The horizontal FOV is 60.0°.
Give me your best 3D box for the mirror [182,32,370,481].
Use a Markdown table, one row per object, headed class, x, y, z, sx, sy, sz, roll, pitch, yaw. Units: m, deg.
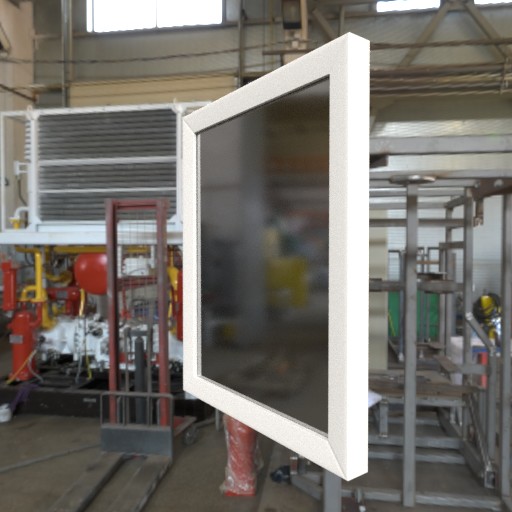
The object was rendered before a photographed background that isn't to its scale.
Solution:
| class | x | y | z | sx | sy | sz | roll | pitch | yaw |
| --- | --- | --- | --- | --- | --- | --- | --- | --- | --- |
| mirror | 0.000 | 0.000 | 0.675 | 0.041 | 0.508 | 0.405 | -1 | 1 | -36 |
